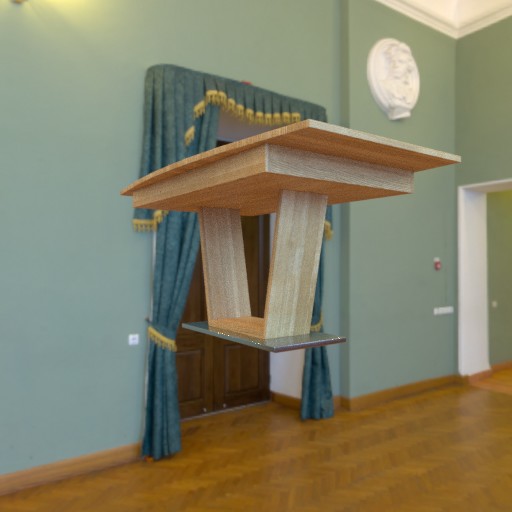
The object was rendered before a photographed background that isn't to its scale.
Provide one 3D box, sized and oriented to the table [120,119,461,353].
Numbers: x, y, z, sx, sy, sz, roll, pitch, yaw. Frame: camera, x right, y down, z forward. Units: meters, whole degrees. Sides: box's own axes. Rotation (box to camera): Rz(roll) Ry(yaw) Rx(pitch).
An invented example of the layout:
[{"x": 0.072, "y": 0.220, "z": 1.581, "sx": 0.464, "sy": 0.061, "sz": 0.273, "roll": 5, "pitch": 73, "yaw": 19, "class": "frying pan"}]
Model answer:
[{"x": 0.000, "y": 0.000, "z": 2.104, "sx": 0.900, "sy": 0.748, "sz": 1.598, "roll": 0, "pitch": -1, "yaw": -35, "class": "table"}]
